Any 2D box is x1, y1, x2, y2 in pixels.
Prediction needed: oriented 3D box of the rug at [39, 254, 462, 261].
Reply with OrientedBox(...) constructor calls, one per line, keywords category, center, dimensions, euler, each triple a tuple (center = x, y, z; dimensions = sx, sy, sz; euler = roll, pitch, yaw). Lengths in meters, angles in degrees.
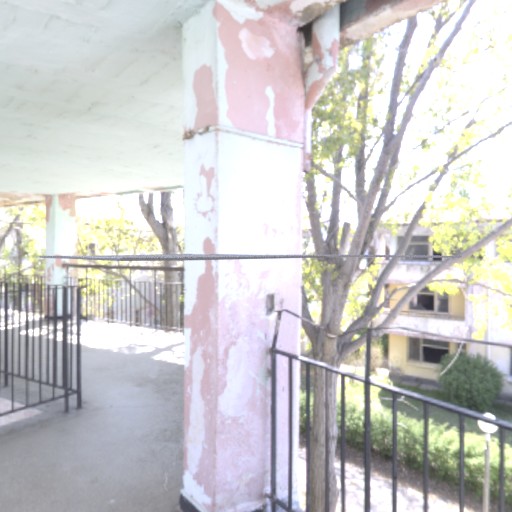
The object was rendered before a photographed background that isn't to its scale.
OrientedBox(category="rug", center=(0.000, 0.000, 2.224), dimensions=(1.789, 0.021, 1.159), euler=(0, 0, -36))
